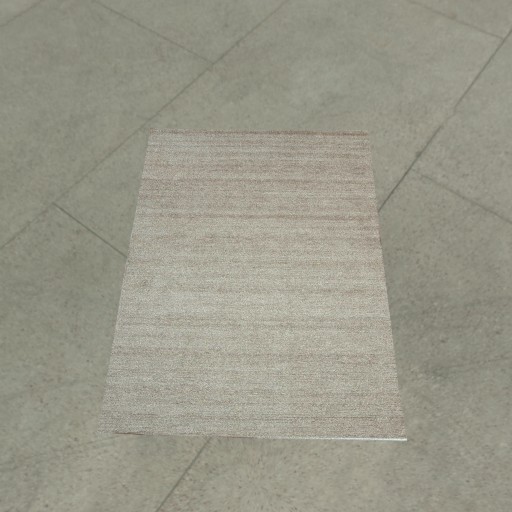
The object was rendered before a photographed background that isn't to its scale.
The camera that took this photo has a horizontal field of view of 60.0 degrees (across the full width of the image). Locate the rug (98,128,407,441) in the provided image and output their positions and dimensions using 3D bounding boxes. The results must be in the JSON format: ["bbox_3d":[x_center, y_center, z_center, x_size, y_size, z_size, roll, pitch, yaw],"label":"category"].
[{"bbox_3d":[0.000,0.000,4.199,2.434,0.045,3.202,1,63,1],"label":"rug"}]
